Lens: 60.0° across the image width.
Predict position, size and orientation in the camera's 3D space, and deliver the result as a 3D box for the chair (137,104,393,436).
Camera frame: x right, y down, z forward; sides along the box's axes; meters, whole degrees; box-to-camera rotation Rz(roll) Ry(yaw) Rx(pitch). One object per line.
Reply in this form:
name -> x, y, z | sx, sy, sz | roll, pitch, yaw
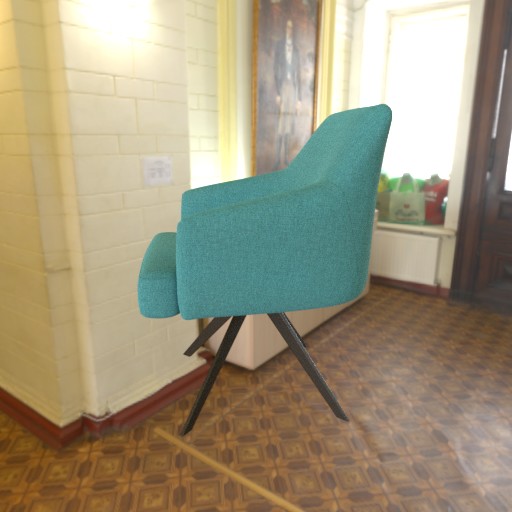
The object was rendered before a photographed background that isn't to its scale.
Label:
chair -> 0.000, 0.000, 1.372 | 0.677, 0.874, 0.642 | -2, 15, -8
